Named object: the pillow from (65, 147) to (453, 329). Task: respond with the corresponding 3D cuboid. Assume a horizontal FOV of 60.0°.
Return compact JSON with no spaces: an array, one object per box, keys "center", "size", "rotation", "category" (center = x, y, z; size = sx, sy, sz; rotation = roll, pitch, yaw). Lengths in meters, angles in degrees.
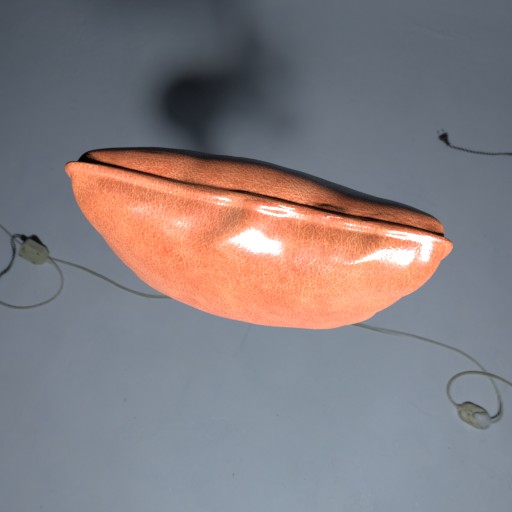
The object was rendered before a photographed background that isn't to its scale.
[{"center":[0.000,0.000,0.806],"size":[0.532,0.523,0.236],"rotation":[12,76,3],"category":"pillow"}]
